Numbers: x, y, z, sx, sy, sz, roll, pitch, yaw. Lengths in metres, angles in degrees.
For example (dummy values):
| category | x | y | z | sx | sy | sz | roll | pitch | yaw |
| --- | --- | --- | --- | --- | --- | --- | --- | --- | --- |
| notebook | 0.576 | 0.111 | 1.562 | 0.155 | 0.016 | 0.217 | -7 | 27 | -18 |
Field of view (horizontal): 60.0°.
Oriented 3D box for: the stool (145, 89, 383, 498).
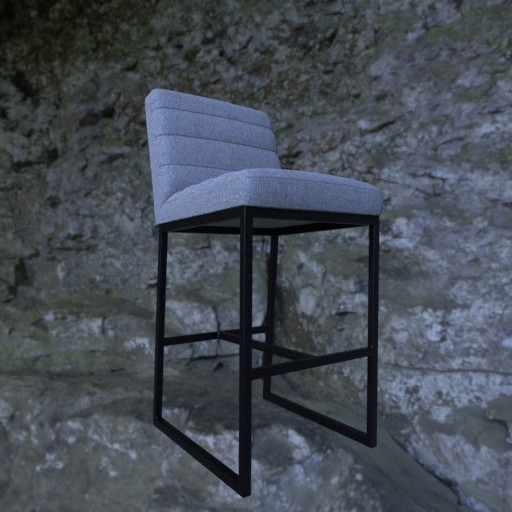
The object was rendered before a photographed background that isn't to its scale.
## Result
| category | x | y | z | sx | sy | sz | roll | pitch | yaw |
| --- | --- | --- | --- | --- | --- | --- | --- | --- | --- |
| stool | 0.000 | 0.000 | 1.283 | 0.459 | 1.034 | 0.571 | 0 | 1 | -35 |
